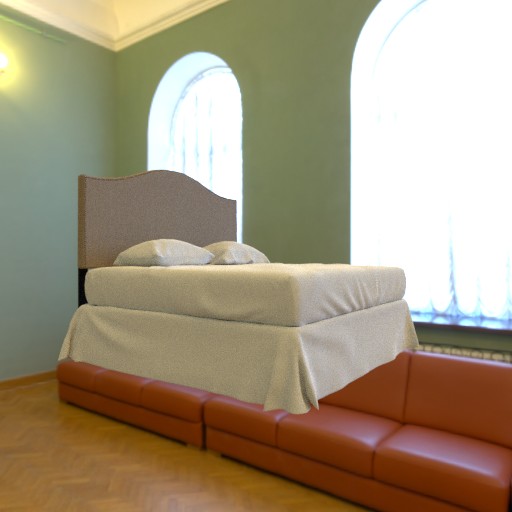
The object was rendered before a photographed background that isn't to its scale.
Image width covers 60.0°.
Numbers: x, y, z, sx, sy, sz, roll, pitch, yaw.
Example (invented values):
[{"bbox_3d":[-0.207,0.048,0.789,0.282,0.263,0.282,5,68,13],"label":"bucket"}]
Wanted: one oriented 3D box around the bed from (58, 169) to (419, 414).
[{"bbox_3d":[0.000,0.000,3.757,2.222,1.651,2.311,0,0,36],"label":"bed"}]
